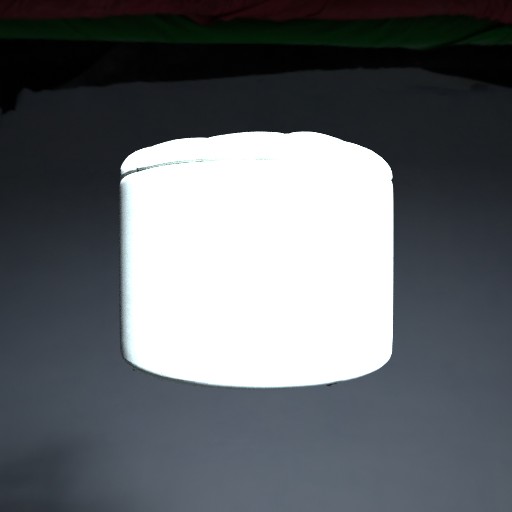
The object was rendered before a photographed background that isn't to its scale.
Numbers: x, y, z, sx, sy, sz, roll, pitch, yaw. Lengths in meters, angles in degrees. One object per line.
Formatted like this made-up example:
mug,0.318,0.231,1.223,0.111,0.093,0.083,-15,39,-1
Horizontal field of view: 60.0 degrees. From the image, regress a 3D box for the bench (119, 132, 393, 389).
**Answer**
bench,0.000,0.000,1.017,0.600,0.453,0.600,0,0,0
